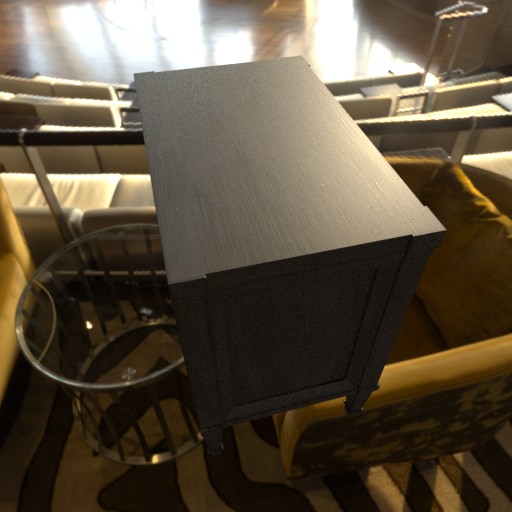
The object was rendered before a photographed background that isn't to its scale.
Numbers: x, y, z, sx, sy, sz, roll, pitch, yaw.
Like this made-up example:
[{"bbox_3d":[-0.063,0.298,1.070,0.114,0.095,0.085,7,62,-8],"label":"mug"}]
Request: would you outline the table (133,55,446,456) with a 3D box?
[{"bbox_3d":[0.000,0.000,1.074,0.413,0.660,0.660,-11,47,-10],"label":"table"}]
